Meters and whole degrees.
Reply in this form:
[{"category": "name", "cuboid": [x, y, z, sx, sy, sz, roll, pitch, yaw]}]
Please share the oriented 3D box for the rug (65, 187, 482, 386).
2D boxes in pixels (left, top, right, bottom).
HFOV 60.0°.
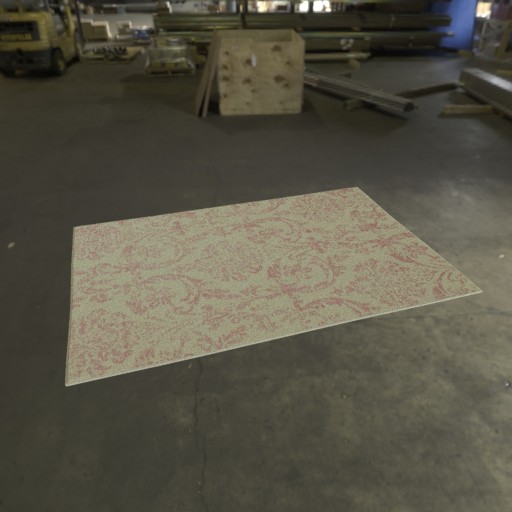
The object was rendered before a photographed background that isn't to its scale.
[{"category": "rug", "cuboid": [0.000, 0.000, 2.322, 1.839, 0.012, 1.219, -10, 35, -15]}]
